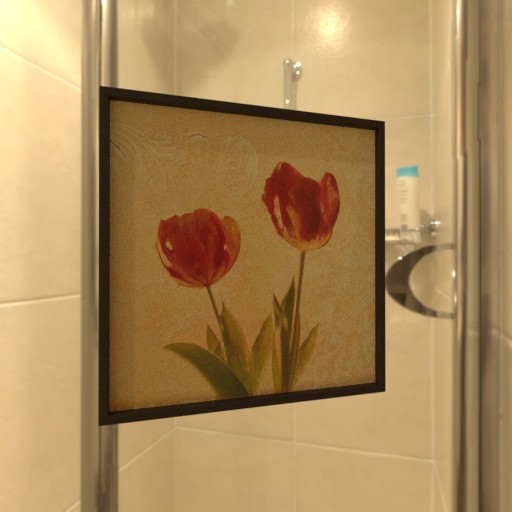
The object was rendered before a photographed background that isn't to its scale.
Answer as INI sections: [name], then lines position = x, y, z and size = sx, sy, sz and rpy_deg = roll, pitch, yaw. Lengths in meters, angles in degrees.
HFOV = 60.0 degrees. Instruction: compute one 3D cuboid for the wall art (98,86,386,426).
[wall art]
position = 0.000, 0.000, 1.204
size = 0.805, 0.807, 0.043
rpy_deg = 0, 0, -20
